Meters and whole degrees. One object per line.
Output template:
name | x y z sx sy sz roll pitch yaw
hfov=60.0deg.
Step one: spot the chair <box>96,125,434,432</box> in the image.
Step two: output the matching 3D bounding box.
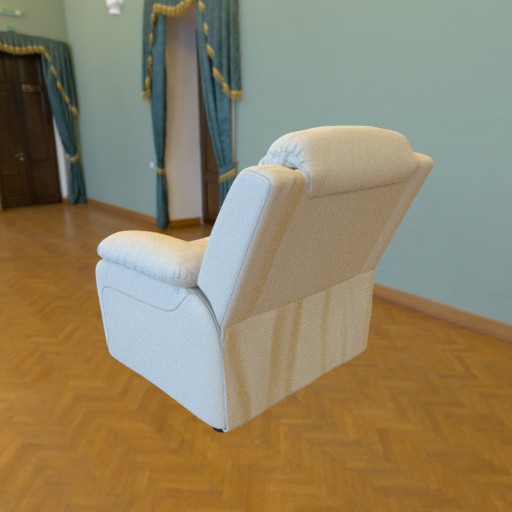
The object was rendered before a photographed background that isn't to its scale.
chair | 0.000 0.000 1.239 0.680 0.702 0.709 -15 23 -41
